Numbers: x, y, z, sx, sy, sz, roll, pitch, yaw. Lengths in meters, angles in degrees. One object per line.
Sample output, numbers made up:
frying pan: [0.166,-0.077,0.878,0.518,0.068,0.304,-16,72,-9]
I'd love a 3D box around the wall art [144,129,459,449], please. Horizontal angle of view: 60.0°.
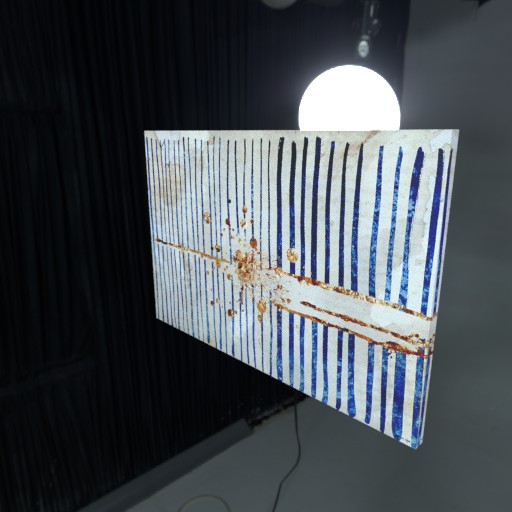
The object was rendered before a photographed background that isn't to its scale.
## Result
wall art: [0.000,0.000,1.117,0.919,0.609,0.030,15,21,43]
